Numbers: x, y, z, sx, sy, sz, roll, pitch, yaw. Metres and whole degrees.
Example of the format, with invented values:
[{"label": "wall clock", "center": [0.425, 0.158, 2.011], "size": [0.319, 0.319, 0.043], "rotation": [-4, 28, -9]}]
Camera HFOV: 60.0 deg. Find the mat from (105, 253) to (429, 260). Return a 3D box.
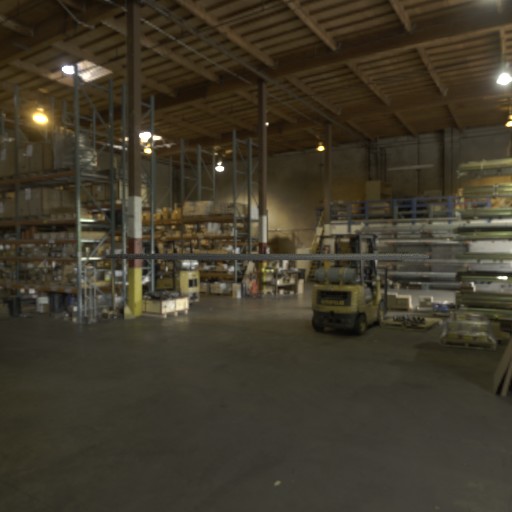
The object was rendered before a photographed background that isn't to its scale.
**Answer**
[{"label": "mat", "center": [0.000, 0.000, 1.645], "size": [1.220, 0.016, 0.917], "rotation": [0, 1, 18]}]
